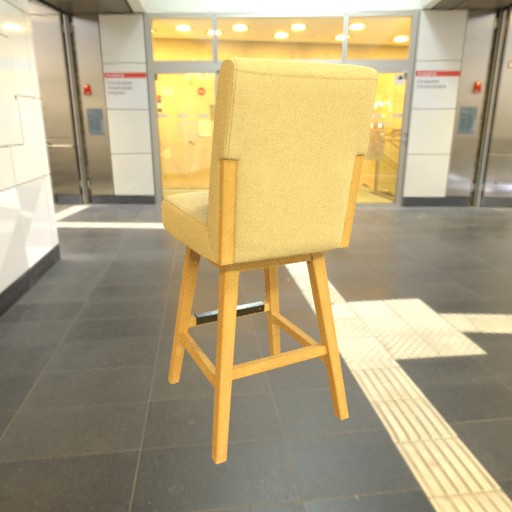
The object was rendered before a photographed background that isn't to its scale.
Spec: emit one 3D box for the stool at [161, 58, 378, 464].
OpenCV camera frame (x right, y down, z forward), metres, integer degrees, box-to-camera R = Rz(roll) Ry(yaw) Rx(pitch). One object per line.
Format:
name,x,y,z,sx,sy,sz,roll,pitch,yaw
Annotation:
stool,0.000,0.000,1.318,0.446,1.015,0.543,-8,18,-25
